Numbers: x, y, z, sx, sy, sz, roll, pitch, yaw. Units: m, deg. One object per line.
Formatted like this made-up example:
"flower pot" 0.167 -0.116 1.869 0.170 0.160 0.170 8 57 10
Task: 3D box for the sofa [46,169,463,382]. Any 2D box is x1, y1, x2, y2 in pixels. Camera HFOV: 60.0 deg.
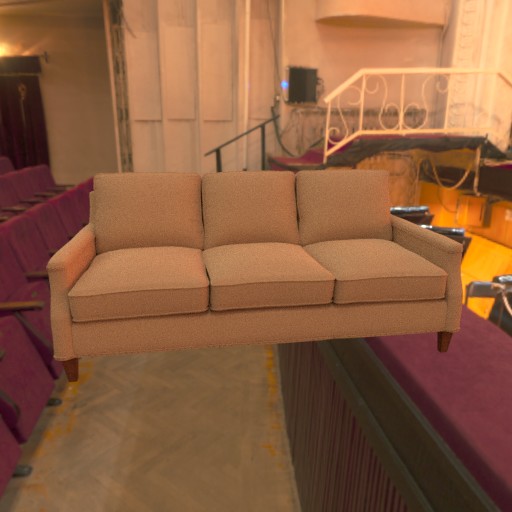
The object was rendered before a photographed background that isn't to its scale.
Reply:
"sofa" 0.000 0.000 2.807 2.246 1.003 1.084 -2 16 -8
